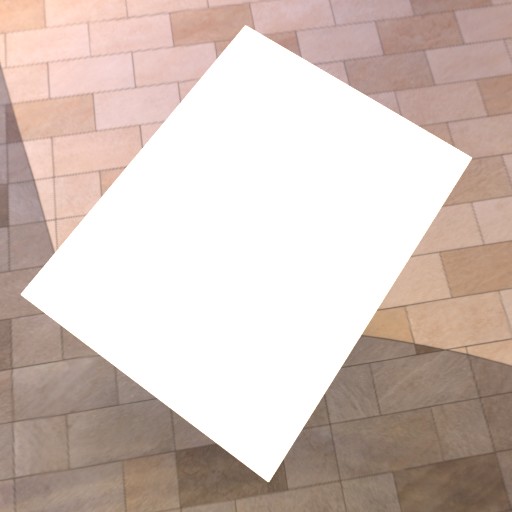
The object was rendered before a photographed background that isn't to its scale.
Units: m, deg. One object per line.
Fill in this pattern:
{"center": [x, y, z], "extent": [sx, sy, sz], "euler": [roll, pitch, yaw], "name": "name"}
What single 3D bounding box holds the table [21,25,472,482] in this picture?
{"center": [0.000, 0.000, 0.783], "extent": [0.399, 0.357, 0.517], "euler": [34, 78, 8], "name": "table"}
